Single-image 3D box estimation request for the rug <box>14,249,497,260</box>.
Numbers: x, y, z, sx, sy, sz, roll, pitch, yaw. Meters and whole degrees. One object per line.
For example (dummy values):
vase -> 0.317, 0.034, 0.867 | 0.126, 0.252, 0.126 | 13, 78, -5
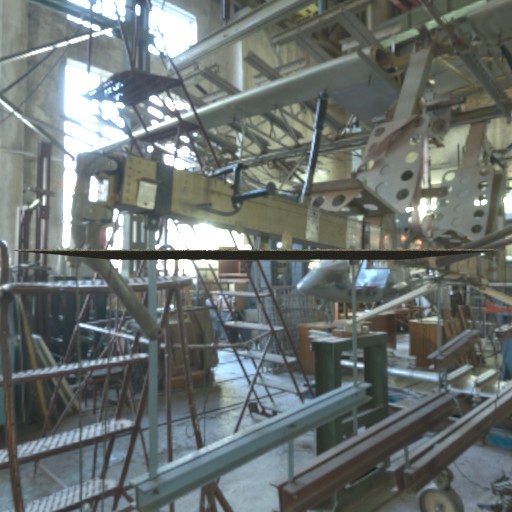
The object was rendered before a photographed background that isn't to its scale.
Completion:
rug -> 0.000, 0.000, 3.003 | 2.441, 0.008, 1.526 | 0, -2, 1
